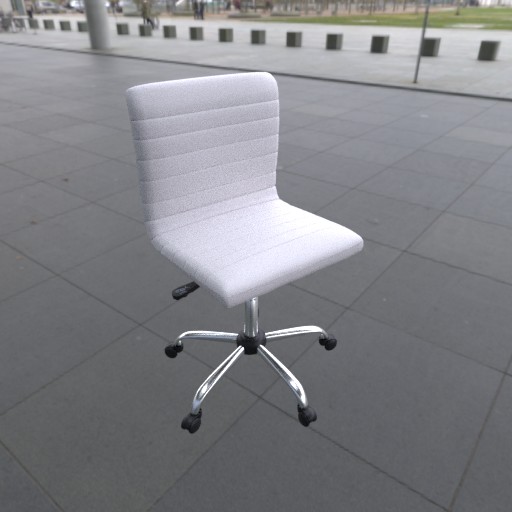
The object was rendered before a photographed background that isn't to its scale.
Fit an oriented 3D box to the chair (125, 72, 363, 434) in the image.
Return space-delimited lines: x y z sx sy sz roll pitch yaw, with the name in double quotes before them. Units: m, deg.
"chair" 0.000 0.000 1.042 0.520 0.750 0.455 -21 36 -31
